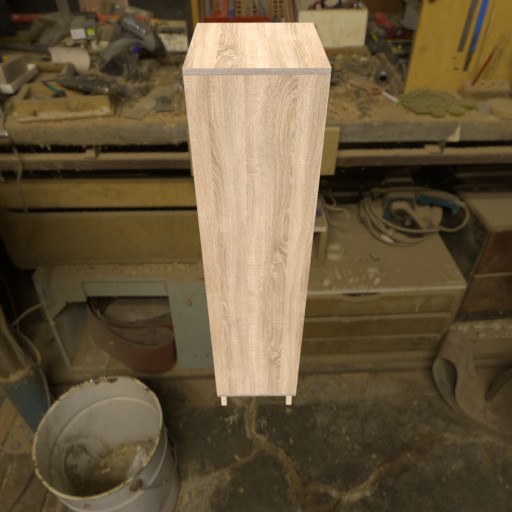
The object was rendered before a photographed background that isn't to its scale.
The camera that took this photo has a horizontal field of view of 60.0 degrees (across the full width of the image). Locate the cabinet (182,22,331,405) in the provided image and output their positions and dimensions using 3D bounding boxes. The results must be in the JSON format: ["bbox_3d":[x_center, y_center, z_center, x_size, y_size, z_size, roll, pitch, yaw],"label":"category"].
[{"bbox_3d":[0.000,0.000,2.175,0.450,1.960,0.510,0,41,-1],"label":"cabinet"}]
